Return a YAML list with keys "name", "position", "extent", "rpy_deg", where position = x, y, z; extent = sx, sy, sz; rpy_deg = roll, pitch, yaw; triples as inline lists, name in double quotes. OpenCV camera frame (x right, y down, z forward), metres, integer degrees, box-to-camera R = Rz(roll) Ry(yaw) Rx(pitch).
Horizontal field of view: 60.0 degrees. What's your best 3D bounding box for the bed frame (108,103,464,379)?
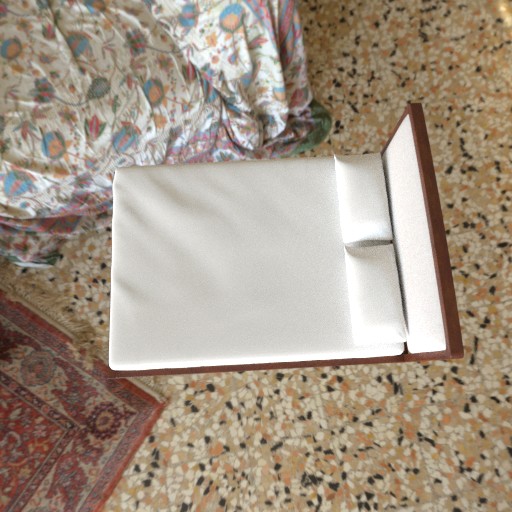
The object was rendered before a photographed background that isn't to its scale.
- name: "bed frame"
  position: [0.000, 0.000, 3.169]
  extent: [2.171, 1.279, 1.587]
  rpy_deg: [-3, 75, -1]
